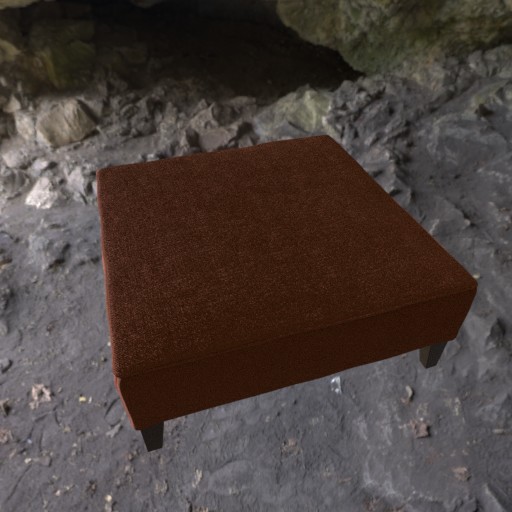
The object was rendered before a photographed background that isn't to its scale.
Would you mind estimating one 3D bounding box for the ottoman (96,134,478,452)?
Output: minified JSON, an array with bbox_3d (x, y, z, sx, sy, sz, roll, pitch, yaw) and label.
[{"bbox_3d":[0.000,0.000,1.562,0.997,0.438,0.999,-12,42,-13],"label":"ottoman"}]
